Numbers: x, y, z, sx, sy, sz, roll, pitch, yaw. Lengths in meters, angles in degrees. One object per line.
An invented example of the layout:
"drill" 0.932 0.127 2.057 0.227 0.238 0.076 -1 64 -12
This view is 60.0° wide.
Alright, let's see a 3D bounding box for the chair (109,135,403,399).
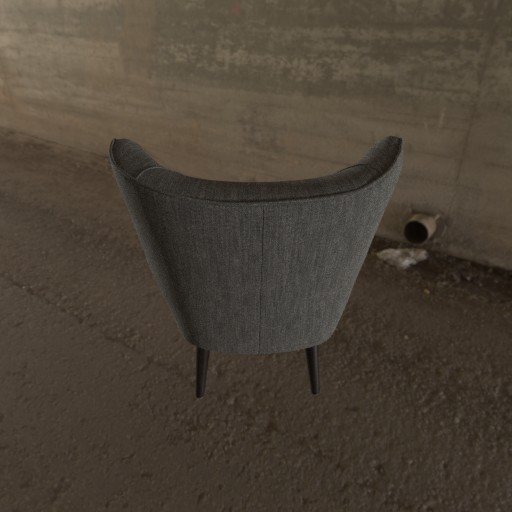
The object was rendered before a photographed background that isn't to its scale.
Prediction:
"chair" 0.000 0.000 1.560 0.781 0.933 0.888 -1 30 -2
